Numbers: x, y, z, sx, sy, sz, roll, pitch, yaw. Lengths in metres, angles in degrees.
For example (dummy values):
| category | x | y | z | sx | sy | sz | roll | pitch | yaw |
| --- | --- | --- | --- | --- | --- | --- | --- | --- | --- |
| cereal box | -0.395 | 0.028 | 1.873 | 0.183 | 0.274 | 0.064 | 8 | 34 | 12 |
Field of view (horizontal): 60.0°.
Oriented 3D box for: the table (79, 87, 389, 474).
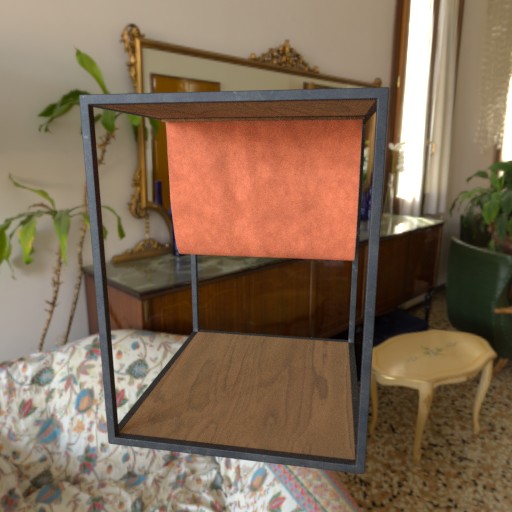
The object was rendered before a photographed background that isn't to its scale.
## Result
| category | x | y | z | sx | sy | sz | roll | pitch | yaw |
| --- | --- | --- | --- | --- | --- | --- | --- | --- | --- |
| table | 0.000 | 0.000 | 0.830 | 0.399 | 0.536 | 0.450 | 2 | 13 | 10 |
